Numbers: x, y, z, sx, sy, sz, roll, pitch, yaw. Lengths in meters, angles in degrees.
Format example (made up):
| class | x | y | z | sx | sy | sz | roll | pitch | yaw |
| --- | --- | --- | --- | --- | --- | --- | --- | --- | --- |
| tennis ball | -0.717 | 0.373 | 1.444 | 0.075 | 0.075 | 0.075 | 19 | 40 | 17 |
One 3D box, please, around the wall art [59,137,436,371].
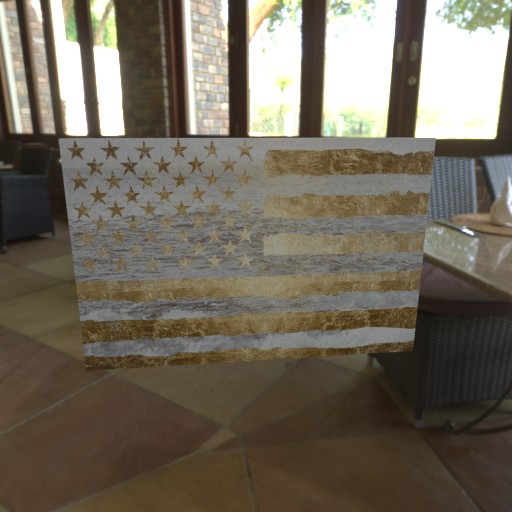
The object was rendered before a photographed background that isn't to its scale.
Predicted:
| class | x | y | z | sx | sy | sz | roll | pitch | yaw |
| --- | --- | --- | --- | --- | --- | --- | --- | --- | --- |
| wall art | 0.000 | 0.000 | 1.186 | 0.932 | 0.610 | 0.027 | -2 | 16 | -7 |
